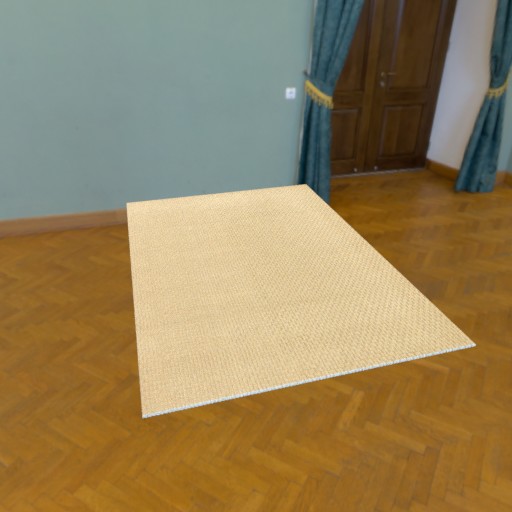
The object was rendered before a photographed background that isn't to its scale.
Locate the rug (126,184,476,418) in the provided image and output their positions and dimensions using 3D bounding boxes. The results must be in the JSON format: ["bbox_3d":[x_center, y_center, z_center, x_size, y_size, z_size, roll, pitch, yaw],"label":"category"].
[{"bbox_3d":[0.000,0.000,2.768,1.509,0.013,2.144,-8,31,-14],"label":"rug"}]
